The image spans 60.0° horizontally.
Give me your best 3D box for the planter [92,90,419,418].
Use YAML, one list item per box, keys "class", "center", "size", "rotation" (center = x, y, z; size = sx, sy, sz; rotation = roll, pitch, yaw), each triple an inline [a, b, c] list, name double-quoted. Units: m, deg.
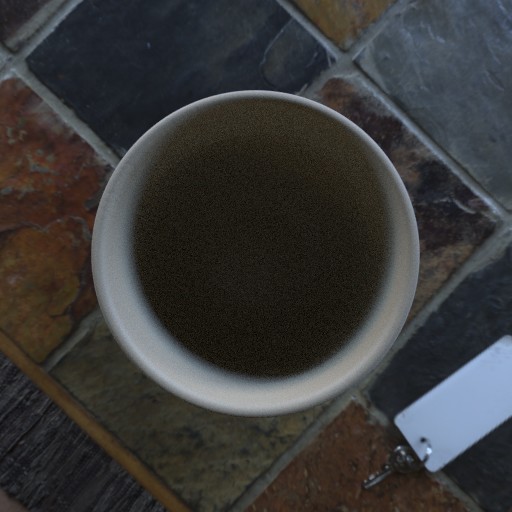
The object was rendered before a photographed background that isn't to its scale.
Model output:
- class: "planter"
  center: [0.000, 0.000, 0.373]
  size: [0.208, 0.190, 0.208]
  rotation: [0, 89, 0]
